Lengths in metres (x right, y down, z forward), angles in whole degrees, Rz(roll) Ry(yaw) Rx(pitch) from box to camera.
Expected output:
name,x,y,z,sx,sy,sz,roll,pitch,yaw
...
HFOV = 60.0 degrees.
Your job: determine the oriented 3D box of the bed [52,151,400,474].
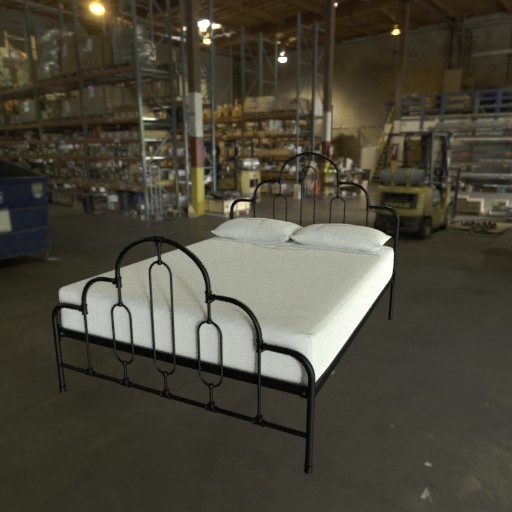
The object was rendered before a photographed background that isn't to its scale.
name,x,y,z,sx,sy,sz,roll,pitch,yaw
bed,0.000,0.000,3.146,1.626,1.444,2.181,6,15,25
